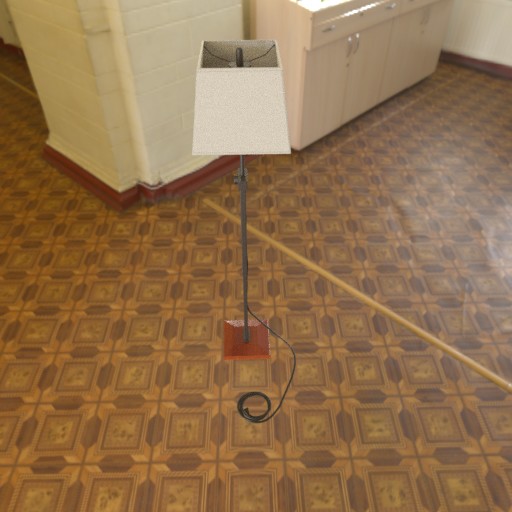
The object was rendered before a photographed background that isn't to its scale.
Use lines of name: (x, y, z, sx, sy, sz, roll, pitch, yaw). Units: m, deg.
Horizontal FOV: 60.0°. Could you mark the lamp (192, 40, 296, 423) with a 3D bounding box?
lamp: (0.000, 0.000, 2.029, 0.472, 1.712, 0.745, -1, 42, -1)
